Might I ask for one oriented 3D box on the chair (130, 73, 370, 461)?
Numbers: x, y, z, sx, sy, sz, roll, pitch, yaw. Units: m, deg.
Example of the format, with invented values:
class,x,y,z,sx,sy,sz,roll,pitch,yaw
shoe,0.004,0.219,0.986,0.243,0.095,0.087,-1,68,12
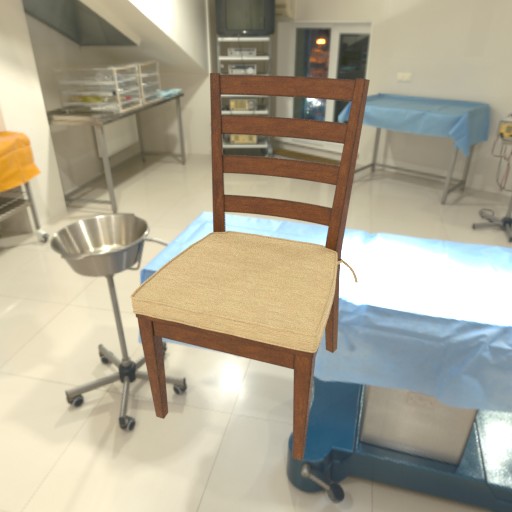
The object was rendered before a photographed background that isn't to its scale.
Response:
class,x,y,z,sx,sy,sz,roll,pitch,yaw
chair,0.000,0.000,1.356,0.593,0.979,0.595,10,29,17
